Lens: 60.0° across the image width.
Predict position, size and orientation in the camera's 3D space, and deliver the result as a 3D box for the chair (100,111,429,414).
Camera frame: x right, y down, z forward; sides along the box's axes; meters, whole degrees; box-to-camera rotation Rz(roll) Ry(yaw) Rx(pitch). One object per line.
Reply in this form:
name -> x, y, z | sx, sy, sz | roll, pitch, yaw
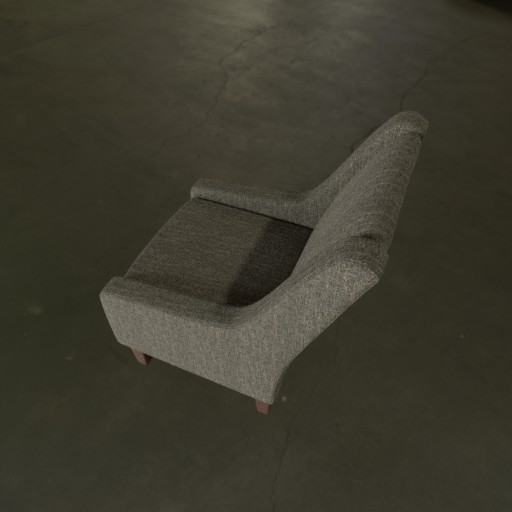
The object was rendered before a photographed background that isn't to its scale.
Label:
chair -> 0.000, 0.000, 1.714 | 0.944, 1.012, 0.793 | 17, 48, 16
